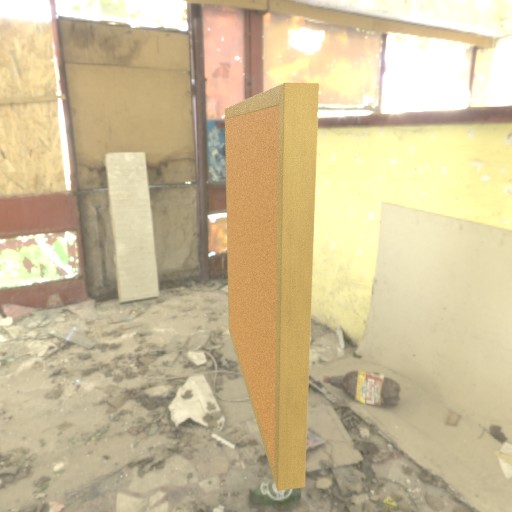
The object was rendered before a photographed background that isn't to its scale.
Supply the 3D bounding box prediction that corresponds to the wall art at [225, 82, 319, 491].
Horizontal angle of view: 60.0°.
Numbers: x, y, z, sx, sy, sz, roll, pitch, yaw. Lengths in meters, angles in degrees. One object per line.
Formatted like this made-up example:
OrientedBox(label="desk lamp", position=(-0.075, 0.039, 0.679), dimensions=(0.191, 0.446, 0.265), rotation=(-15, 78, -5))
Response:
OrientedBox(label="wall art", position=(0.000, 0.000, 0.764), dimensions=(0.038, 0.508, 0.508), rotation=(-3, 16, -10))
